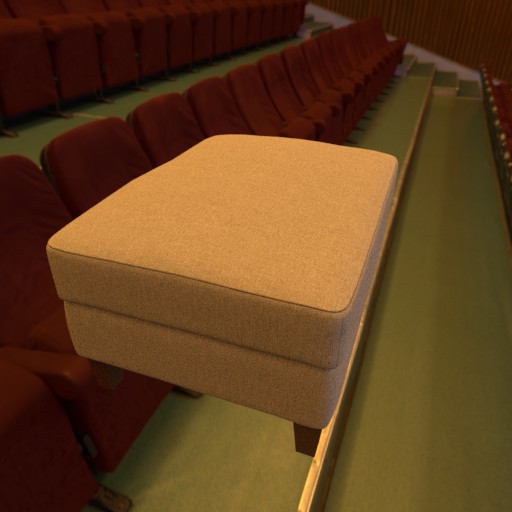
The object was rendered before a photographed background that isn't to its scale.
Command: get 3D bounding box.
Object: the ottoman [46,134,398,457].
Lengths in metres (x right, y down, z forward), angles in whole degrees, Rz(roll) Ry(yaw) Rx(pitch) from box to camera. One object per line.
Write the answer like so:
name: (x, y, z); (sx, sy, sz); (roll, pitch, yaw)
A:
ottoman: (0.000, 0.000, 1.291); (0.677, 0.519, 0.898); (11, 33, 18)
